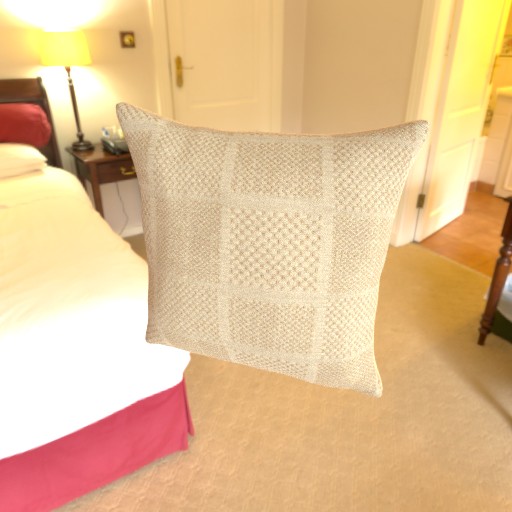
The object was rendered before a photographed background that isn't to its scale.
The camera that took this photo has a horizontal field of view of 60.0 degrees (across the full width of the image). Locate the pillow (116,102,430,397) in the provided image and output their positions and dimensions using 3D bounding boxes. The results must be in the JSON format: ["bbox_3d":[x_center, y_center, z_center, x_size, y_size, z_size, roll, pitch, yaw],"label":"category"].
[{"bbox_3d":[0.000,0.000,0.683,0.436,0.432,0.138,9,28,17],"label":"pillow"}]
